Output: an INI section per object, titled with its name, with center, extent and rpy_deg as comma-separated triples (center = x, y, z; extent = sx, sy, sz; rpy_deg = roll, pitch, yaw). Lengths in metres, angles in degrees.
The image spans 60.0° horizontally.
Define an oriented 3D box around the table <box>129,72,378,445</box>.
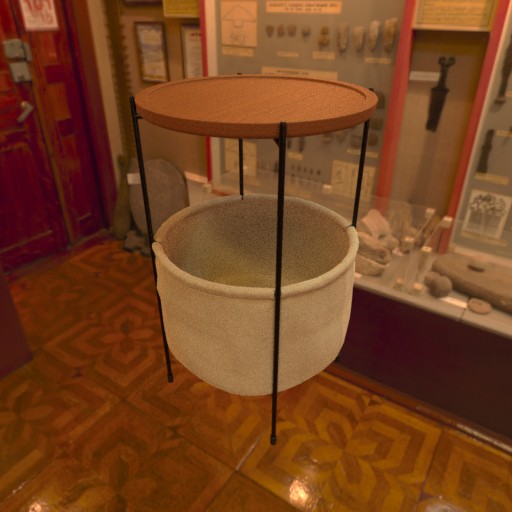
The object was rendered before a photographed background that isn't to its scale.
[table]
center = 0.000, 0.000, 0.880
extent = 0.393, 0.623, 0.393
rpy_deg = 20, 36, 30
